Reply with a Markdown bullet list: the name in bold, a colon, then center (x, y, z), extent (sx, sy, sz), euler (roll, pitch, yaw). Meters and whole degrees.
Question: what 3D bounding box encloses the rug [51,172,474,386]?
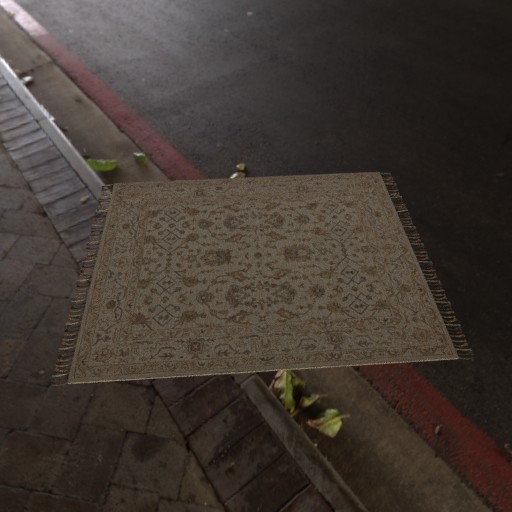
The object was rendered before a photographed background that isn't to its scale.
- **rug**: center (0.000, 0.000, 2.220), extent (1.726, 0.009, 1.278), euler (-3, 47, -3)
